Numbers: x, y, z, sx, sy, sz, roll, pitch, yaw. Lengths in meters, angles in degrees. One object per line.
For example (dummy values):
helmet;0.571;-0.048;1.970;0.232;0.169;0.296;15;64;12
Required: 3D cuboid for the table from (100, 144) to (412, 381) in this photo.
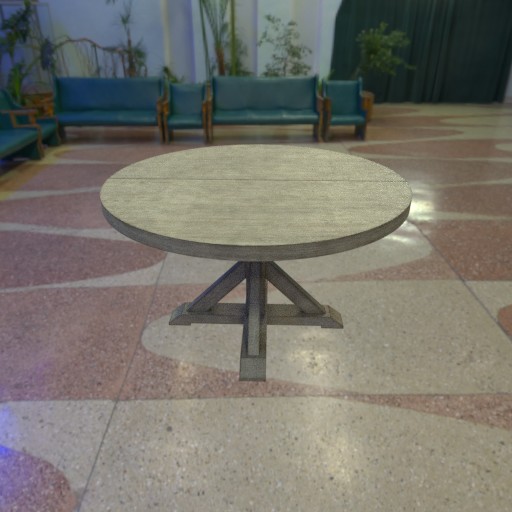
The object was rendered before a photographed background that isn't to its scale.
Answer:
table;0.000;0.000;2.200;1.363;0.781;1.363;0;27;0
